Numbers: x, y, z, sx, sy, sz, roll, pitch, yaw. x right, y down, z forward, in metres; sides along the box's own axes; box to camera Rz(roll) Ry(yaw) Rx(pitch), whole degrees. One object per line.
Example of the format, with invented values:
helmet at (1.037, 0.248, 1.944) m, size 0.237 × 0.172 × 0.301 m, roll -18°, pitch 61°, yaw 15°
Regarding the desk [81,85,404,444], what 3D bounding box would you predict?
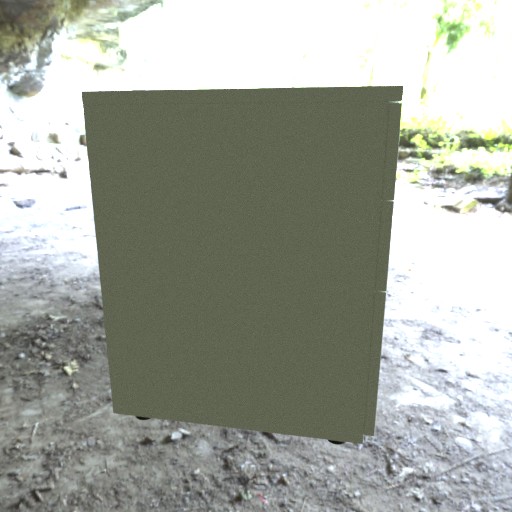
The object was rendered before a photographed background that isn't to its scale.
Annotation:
desk at (0.000, 0.000, 1.076) m, size 0.600 × 0.730 × 0.404 m, roll 3°, pitch 16°, yaw 10°
